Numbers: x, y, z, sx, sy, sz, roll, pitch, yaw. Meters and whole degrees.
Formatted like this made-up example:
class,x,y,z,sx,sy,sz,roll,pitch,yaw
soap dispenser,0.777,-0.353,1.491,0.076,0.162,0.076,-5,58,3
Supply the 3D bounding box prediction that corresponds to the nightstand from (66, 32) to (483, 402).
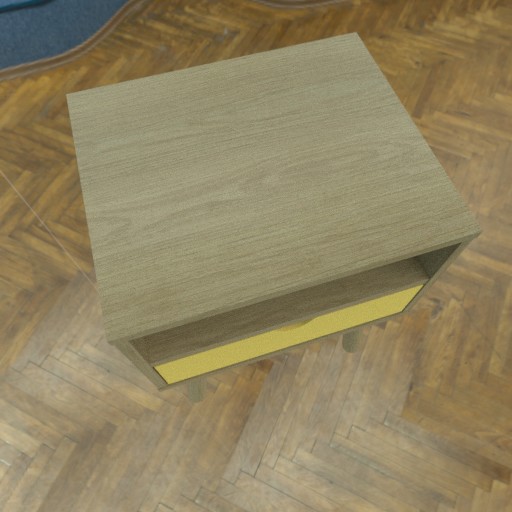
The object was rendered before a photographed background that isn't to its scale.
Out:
class,x,y,z,sx,sy,sz,roll,pitch,yaw
nightstand,0.000,0.000,0.836,0.450,0.571,0.380,-16,64,-8
